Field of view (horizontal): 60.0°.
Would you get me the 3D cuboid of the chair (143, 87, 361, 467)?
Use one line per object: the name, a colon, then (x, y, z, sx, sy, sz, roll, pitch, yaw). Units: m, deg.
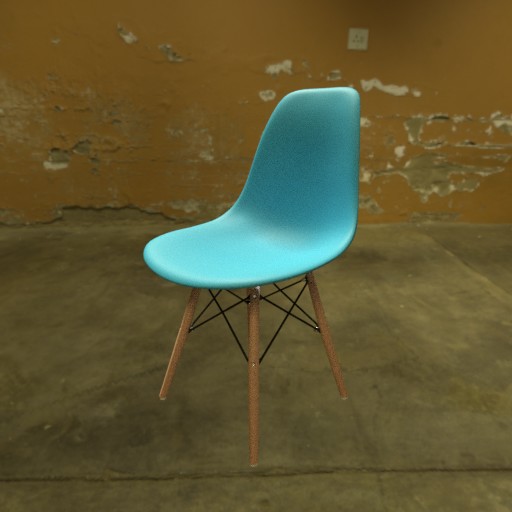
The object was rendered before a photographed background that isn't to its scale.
chair: (0.000, 0.000, 1.128, 0.470, 0.826, 0.531, 16, 23, 42)
